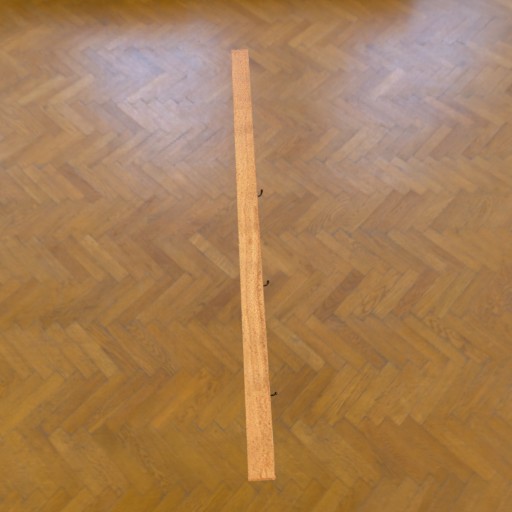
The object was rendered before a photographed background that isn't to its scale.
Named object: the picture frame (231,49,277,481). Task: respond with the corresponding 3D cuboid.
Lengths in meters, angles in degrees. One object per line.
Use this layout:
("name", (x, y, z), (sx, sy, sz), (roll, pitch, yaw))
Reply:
("picture frame", (0.000, 0.000, 0.649), (0.045, 0.234, 0.582), (-3, 64, -1))
